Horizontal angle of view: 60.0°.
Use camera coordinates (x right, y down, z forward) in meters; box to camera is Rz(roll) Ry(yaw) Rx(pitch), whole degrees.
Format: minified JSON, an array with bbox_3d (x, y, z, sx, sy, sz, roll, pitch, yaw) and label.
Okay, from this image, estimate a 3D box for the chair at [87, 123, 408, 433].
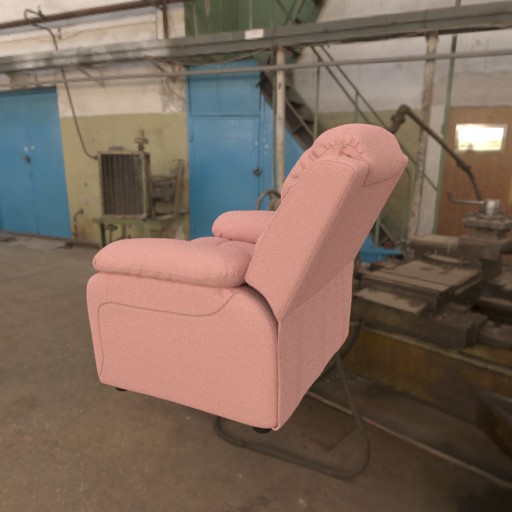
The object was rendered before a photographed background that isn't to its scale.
[{"bbox_3d":[0.000,0.000,1.249,0.709,0.702,0.680,7,16,26],"label":"chair"}]
